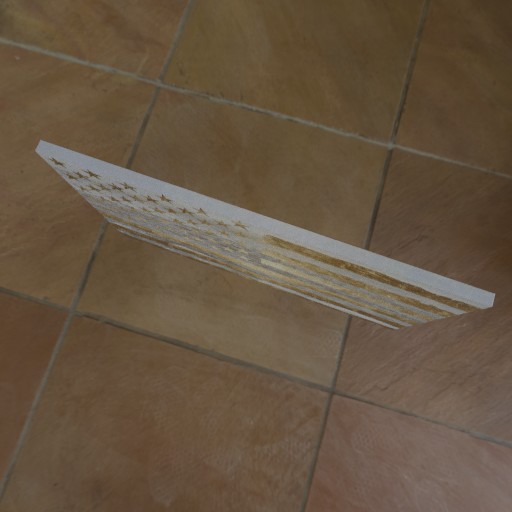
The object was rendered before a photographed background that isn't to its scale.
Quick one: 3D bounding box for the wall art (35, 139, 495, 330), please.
[{"bbox_3d":[0.000,0.000,1.151,0.932,0.610,0.027,19,77,4],"label":"wall art"}]
